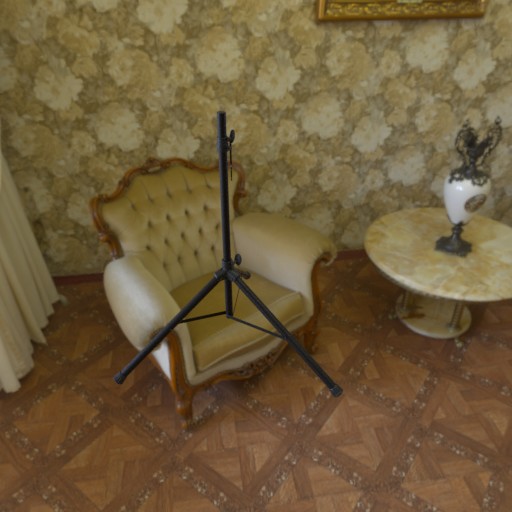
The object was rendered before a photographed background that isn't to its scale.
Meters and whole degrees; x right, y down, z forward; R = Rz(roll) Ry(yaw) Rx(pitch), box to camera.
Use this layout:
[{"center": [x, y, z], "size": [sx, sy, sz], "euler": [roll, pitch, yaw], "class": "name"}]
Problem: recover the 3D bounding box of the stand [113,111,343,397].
[{"center": [0.000, 0.000, 1.852], "size": [0.907, 1.136, 1.045], "euler": [21, 37, 30], "class": "stand"}]
